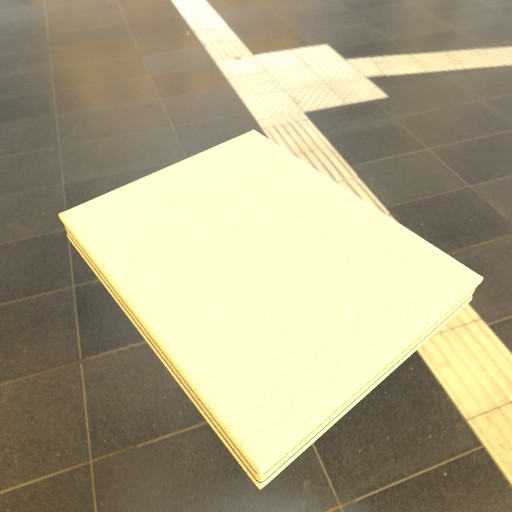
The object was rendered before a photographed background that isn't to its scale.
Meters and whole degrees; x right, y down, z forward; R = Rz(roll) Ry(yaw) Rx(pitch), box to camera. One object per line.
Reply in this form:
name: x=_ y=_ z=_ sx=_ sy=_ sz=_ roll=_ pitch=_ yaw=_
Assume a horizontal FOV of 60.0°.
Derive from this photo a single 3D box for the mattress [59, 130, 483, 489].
mattress: x=0.000 y=0.000 z=2.690 sx=1.600 sy=0.230 sz=2.000 roll=-31 pitch=54 yaw=-26
